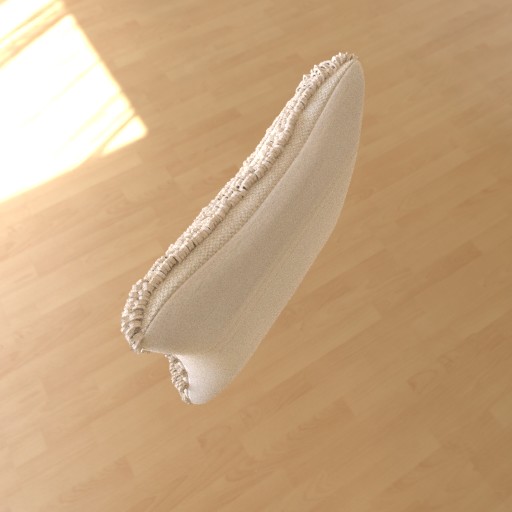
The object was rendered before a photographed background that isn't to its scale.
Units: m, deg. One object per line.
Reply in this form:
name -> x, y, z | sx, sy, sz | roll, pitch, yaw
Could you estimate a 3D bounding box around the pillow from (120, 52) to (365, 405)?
pillow -> 0.000, 0.000, 0.651 | 0.145, 0.427, 0.437 | 30, 68, 14
